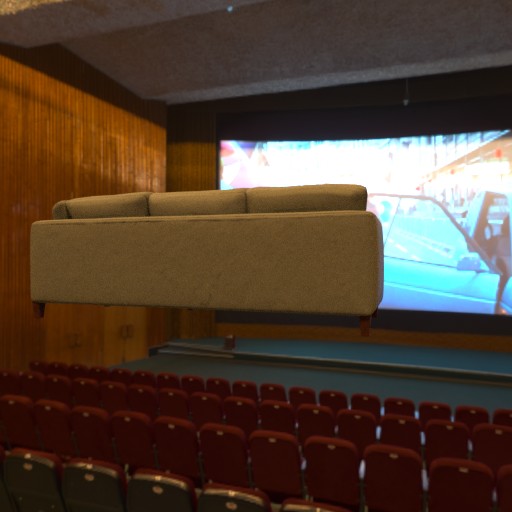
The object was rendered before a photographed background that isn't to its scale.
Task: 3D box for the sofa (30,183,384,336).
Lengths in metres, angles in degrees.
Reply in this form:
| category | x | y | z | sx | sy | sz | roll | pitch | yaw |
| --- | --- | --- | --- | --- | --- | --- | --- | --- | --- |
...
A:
| category | x | y | z | sx | sy | sz | roll | pitch | yaw |
| --- | --- | --- | --- | --- | --- | --- | --- | --- | --- |
| sofa | 0.000 | 0.000 | 4.514 | 2.592 | 0.947 | 3.301 | 0 | 0 | 18 |
